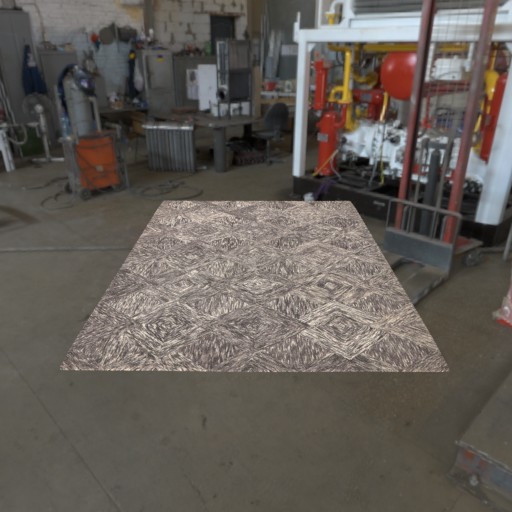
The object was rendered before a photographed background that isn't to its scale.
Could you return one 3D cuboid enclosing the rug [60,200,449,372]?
[{"bbox_3d":[0.000,0.000,5.191,2.997,0.020,4.093,0,25,0],"label":"rug"}]
